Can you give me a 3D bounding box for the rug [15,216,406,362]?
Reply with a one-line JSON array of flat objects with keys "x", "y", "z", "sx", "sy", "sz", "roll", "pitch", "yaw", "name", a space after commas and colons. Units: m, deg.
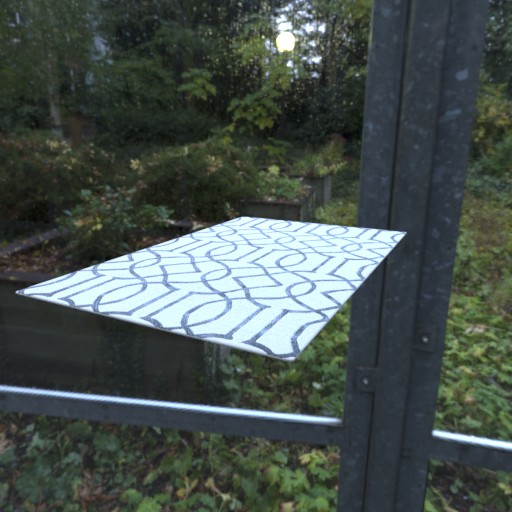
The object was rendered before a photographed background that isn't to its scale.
[{"x": 0.000, "y": 0.000, "z": 2.911, "sx": 1.521, "sy": 0.017, "sz": 2.365, "roll": 8, "pitch": 17, "yaw": 26, "name": "rug"}]
